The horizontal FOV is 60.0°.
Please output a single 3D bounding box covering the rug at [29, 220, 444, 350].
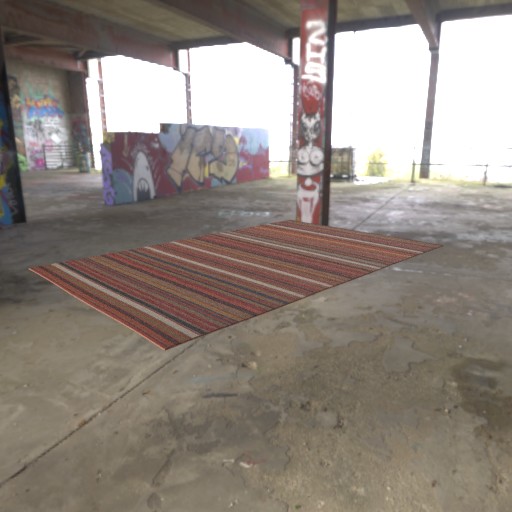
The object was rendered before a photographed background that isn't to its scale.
[{"bbox_3d":[0.000,0.000,3.023,2.438,0.008,1.523,-14,20,-42],"label":"rug"}]
